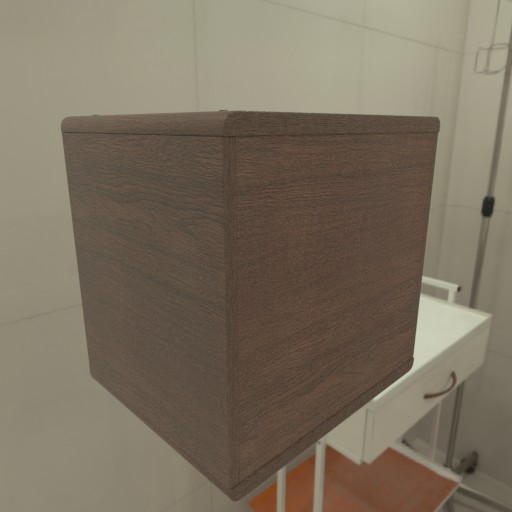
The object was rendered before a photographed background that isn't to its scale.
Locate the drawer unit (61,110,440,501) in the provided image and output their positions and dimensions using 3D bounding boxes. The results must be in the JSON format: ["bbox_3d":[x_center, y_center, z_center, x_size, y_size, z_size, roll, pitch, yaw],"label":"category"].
[{"bbox_3d":[0.000,0.000,0.568,0.344,0.344,0.290,-15,22,-42],"label":"drawer unit"}]
